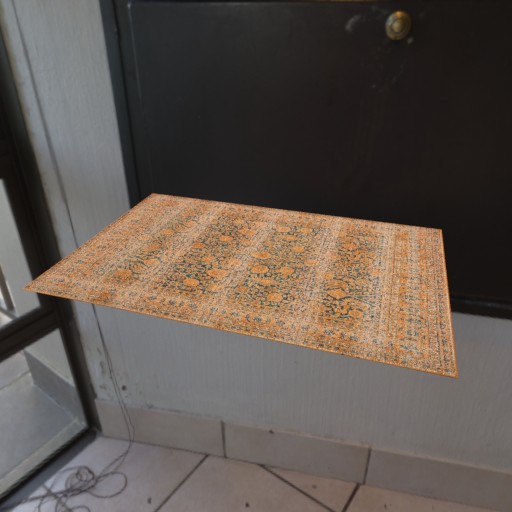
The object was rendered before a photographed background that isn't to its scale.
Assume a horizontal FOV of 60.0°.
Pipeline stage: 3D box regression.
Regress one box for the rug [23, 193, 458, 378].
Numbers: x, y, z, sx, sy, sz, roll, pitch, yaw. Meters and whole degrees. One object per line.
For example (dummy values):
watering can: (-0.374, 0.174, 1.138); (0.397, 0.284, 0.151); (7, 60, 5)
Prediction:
rug: (0.000, 0.000, 2.877); (2.336, 0.007, 1.525); (9, 31, 15)
